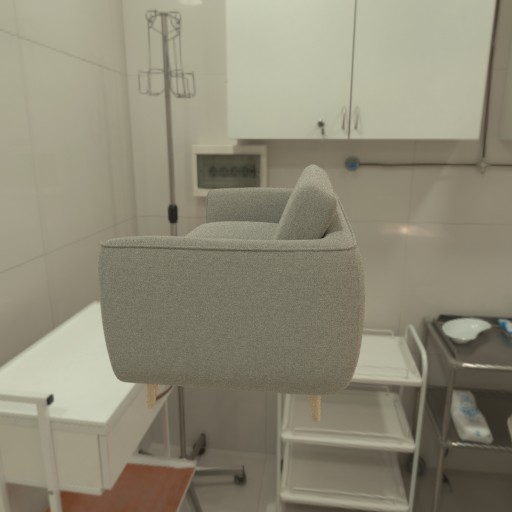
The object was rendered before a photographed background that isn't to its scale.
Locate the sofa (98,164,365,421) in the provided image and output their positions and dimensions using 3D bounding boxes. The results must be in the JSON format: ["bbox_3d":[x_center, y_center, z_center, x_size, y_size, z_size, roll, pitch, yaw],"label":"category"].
[{"bbox_3d":[0.000,0.000,2.202,0.920,0.850,1.700,2,15,7],"label":"sofa"}]
